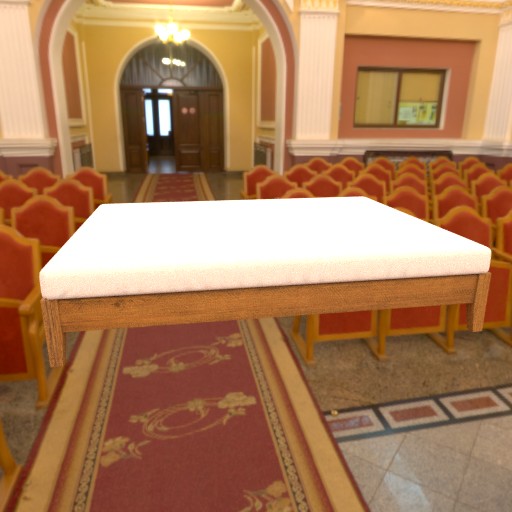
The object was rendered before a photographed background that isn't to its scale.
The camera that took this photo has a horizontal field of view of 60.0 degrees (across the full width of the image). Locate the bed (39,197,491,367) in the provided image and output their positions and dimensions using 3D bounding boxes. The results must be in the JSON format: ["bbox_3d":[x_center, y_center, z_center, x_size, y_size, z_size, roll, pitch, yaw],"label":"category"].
[{"bbox_3d":[0.000,0.000,2.679,2.016,0.431,1.536,-3,17,-9],"label":"bed"}]
